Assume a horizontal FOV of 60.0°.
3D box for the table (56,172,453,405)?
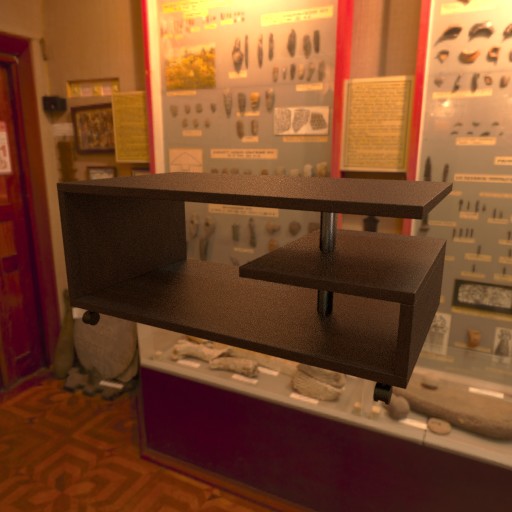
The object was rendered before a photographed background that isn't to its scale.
[{"bbox_3d":[0.000,0.000,1.402,1.050,0.460,0.590,8,16,27],"label":"table"}]
